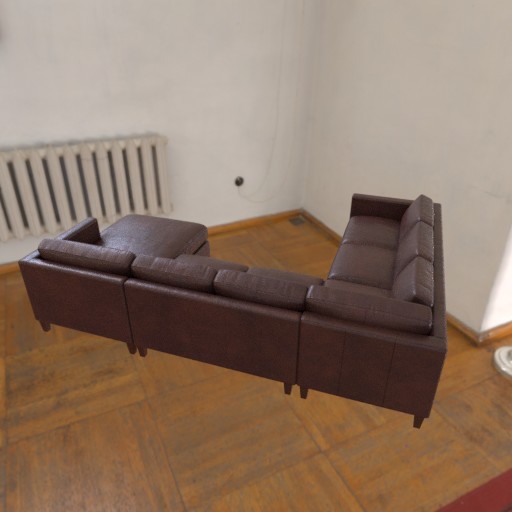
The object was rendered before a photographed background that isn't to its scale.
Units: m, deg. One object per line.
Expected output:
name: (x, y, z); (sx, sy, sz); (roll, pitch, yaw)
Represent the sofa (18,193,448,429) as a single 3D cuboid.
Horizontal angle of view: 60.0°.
sofa: (0.000, 0.000, 4.318); (3.324, 0.891, 2.452); (10, 31, 17)
